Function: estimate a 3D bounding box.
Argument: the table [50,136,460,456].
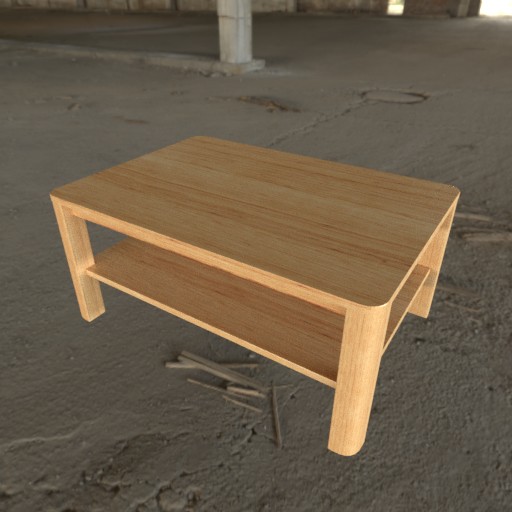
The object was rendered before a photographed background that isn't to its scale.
[{"bbox_3d":[0.000,0.000,1.398,0.997,0.445,0.696,19,36,28],"label":"table"}]
